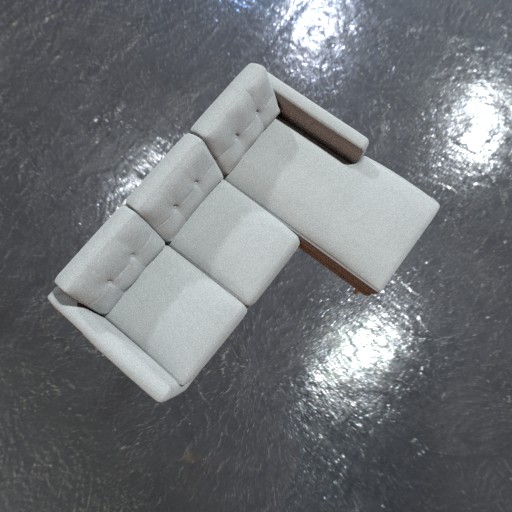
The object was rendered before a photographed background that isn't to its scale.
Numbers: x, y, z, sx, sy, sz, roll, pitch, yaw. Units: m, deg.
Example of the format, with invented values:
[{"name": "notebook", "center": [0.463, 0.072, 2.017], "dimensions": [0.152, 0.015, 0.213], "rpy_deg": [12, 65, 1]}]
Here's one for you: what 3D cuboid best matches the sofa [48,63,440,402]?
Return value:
[{"name": "sofa", "center": [0.000, 0.000, 2.829], "dimensions": [1.530, 0.860, 2.040], "rpy_deg": [37, 78, 9]}]
